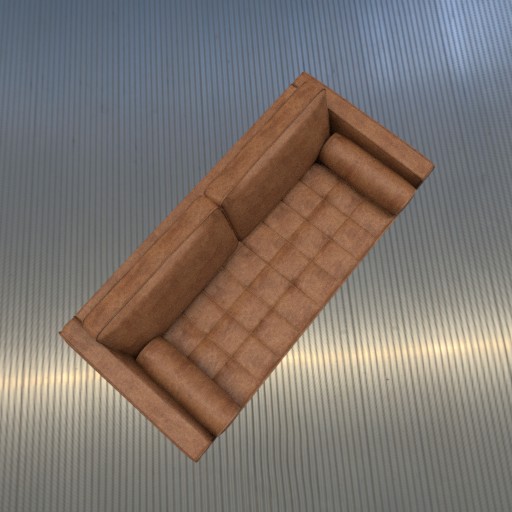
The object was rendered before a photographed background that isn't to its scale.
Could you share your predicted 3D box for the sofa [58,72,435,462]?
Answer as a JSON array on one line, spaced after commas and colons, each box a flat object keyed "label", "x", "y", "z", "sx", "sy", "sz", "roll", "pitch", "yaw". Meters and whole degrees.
[{"label": "sofa", "x": 0.000, "y": 0.000, "z": 2.419, "sx": 0.924, "sy": 0.825, "sz": 1.920, "roll": 39, "pitch": 79, "yaw": 9}]
